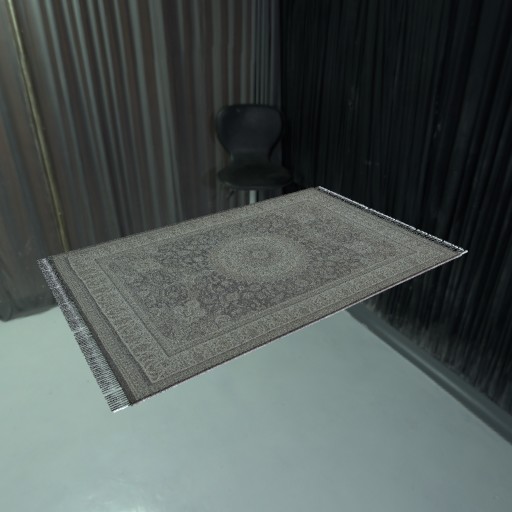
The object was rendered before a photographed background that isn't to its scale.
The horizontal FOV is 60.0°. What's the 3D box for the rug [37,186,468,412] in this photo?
[{"bbox_3d":[0.000,0.000,2.945,2.440,0.010,1.528,-18,34,-29],"label":"rug"}]
